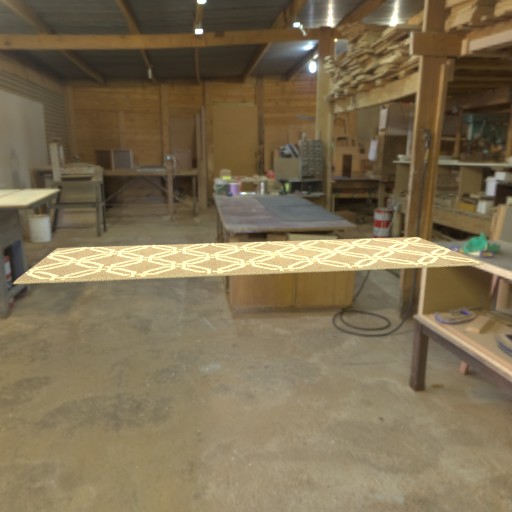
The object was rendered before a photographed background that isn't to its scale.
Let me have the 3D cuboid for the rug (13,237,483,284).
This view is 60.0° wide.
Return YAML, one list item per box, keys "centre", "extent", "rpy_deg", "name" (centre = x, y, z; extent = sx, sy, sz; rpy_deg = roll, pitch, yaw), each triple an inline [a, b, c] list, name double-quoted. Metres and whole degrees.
- centre: [0.000, 0.000, 2.450]
  extent: [2.276, 0.014, 0.678]
  rpy_deg: [-2, 14, -8]
  name: "rug"
